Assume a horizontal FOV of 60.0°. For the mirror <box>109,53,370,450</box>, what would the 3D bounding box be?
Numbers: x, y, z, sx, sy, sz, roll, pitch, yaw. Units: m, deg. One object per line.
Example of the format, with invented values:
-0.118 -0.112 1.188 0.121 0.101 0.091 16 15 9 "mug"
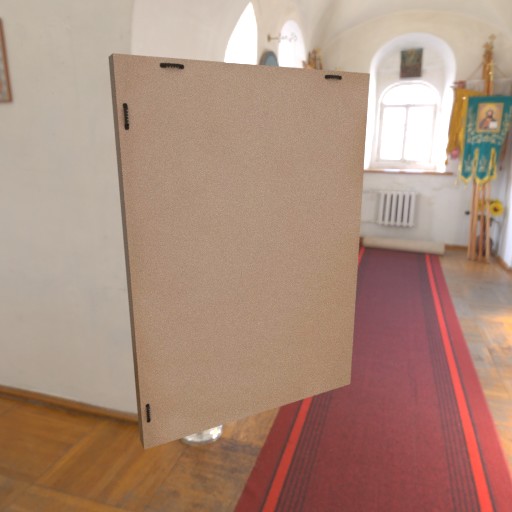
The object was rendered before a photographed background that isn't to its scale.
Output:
0.000 0.000 0.893 0.507 0.710 0.040 -8 17 -27 "mirror"
